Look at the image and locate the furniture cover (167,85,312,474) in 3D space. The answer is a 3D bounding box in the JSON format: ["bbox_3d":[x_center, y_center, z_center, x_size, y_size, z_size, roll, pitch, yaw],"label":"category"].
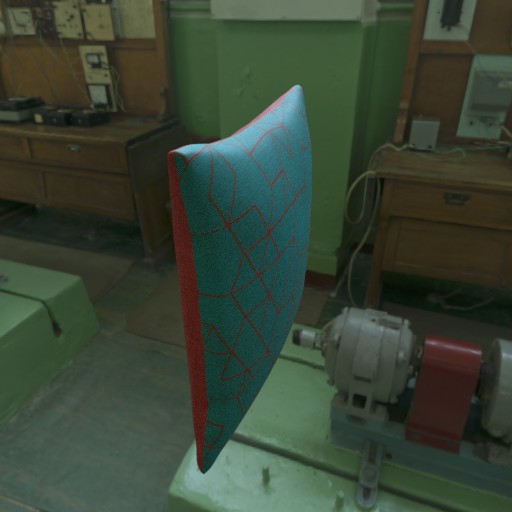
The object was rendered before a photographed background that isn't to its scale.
[{"bbox_3d":[0.000,0.000,0.781,0.158,0.508,0.517,9,30,16],"label":"furniture cover"}]
